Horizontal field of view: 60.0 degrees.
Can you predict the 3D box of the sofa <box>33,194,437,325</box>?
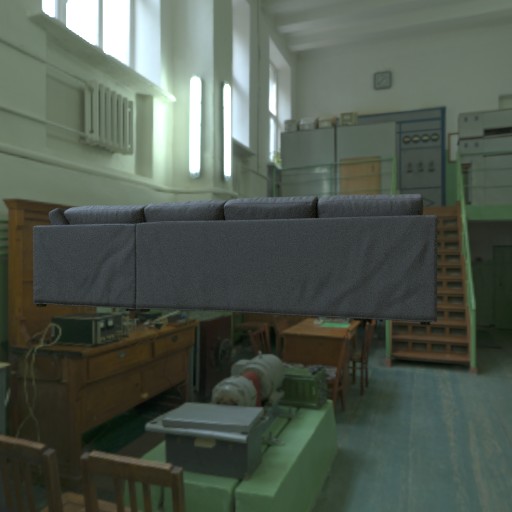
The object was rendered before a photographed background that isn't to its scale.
[{"bbox_3d":[0.000,0.000,4.366,3.182,0.871,2.432,0,0,18],"label":"sofa"}]
